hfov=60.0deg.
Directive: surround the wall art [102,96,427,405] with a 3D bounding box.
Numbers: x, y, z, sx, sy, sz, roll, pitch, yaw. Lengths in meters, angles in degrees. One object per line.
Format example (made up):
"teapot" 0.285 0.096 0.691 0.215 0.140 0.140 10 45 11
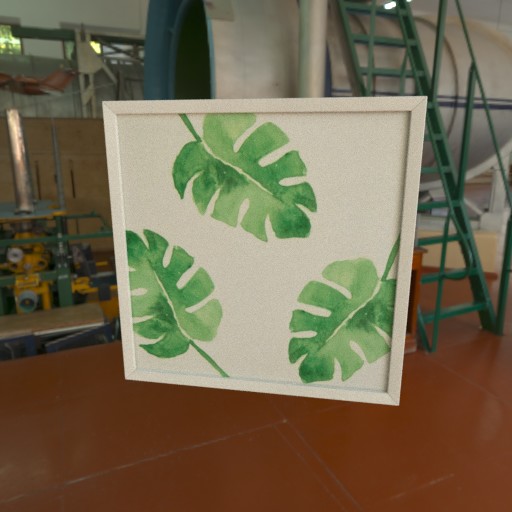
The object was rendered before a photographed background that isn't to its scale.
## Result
"wall art" 0.000 0.000 1.140 0.762 0.762 0.040 3 15 10
